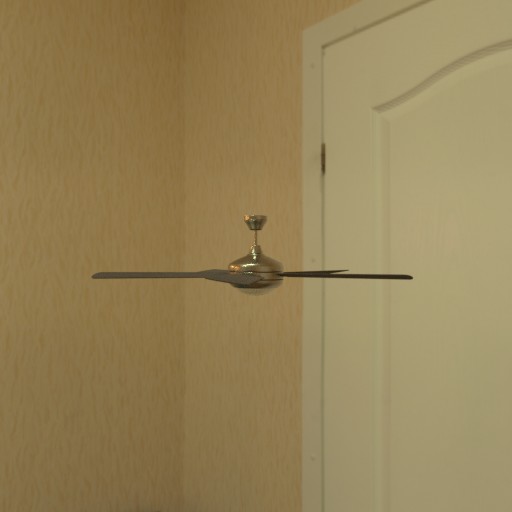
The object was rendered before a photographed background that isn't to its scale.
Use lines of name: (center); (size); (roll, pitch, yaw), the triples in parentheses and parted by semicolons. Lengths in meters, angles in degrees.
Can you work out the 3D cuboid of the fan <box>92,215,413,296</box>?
fan: (0.000, 0.000, 1.984); (1.321, 0.356, 1.321); (0, -1, 18)
